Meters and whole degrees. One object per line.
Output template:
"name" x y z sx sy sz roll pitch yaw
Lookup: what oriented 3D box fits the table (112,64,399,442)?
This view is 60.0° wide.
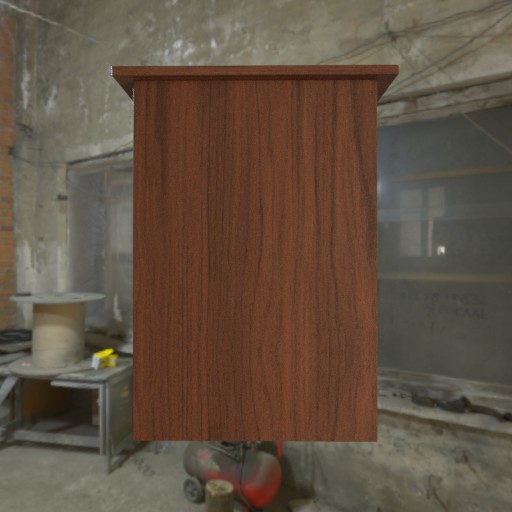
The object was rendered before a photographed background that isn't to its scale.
"table" 0.000 0.000 0.929 0.480 0.636 0.381 0 0 1
